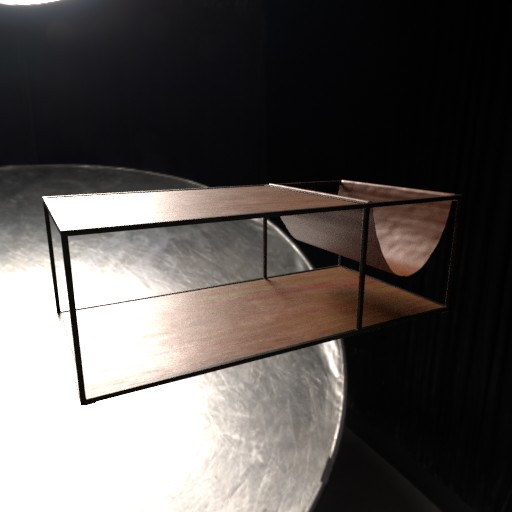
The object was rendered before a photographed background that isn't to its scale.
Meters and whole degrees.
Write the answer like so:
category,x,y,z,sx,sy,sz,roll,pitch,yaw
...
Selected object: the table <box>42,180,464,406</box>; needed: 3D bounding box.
category,x,y,z,sx,sy,sz,roll,pitch,yaw
table,0.000,0.000,1.458,1.199,0.403,0.597,-8,17,-27
